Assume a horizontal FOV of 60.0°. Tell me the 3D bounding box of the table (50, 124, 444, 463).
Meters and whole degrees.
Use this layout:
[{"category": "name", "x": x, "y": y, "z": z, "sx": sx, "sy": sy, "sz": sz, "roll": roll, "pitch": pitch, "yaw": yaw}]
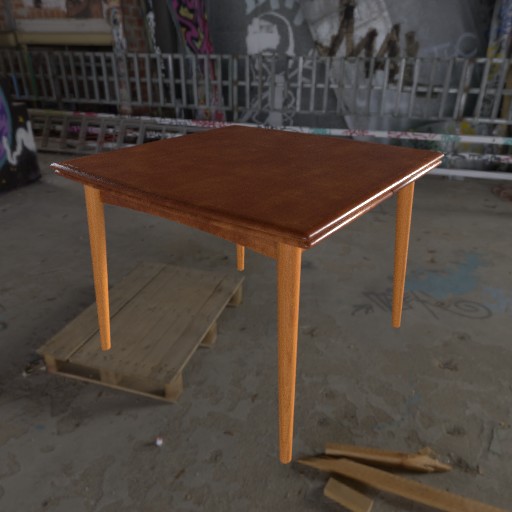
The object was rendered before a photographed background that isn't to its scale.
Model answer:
[{"category": "table", "x": 0.000, "y": 0.000, "z": 1.688, "sx": 0.991, "sy": 0.754, "sz": 0.991, "roll": 18, "pitch": 31, "yaw": 33}]
